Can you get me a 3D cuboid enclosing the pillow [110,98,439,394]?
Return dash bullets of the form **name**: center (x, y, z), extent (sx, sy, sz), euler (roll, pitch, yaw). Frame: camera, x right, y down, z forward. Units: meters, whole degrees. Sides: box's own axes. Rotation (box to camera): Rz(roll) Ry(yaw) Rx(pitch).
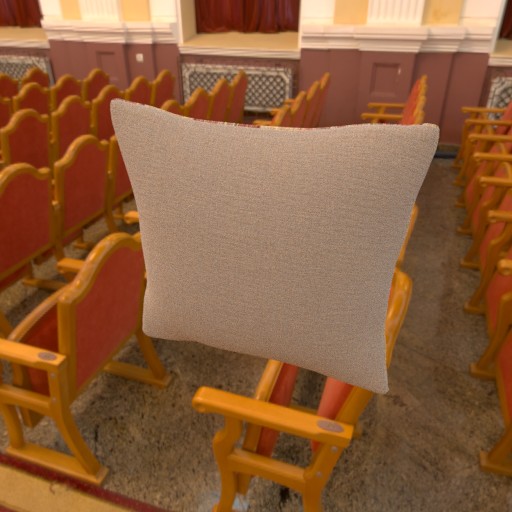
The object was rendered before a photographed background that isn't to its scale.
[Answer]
- **pillow**: center (0.000, 0.000, 0.653), extent (0.437, 0.419, 0.136), euler (10, 32, 17)
